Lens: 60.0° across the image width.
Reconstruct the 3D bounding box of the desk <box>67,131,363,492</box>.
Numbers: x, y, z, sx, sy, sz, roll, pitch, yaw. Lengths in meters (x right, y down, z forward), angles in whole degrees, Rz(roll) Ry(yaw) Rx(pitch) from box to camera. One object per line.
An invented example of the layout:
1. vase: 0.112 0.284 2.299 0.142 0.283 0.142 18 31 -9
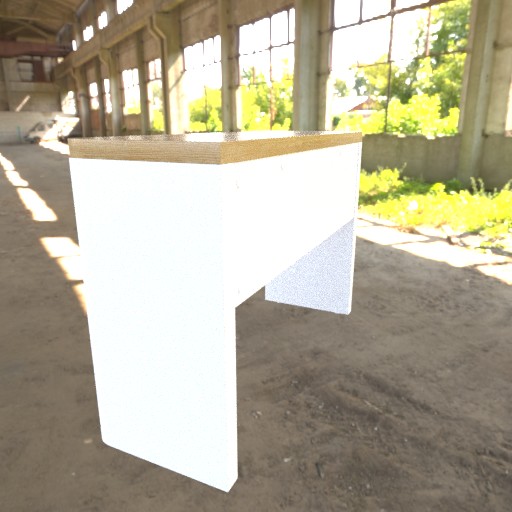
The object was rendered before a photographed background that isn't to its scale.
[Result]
1. desk: 0.000 0.000 1.431 0.390 0.760 1.100 8 18 24
